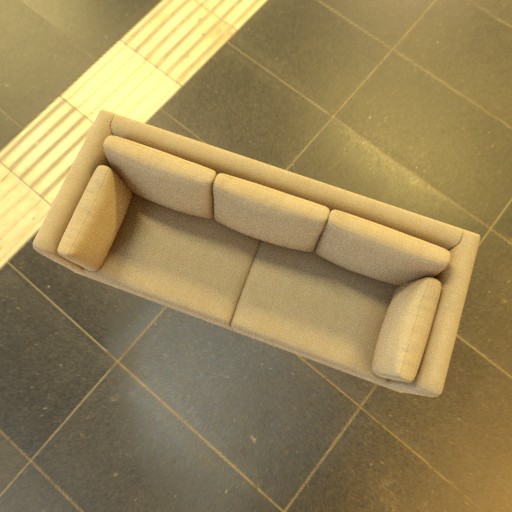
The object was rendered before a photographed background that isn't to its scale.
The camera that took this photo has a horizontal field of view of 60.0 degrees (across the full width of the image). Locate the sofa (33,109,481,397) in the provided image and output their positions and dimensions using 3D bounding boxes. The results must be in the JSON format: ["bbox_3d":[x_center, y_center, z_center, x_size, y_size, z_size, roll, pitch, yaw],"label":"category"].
[{"bbox_3d":[0.000,0.000,2.843,2.415,0.867,0.969,19,76,5],"label":"sofa"}]
